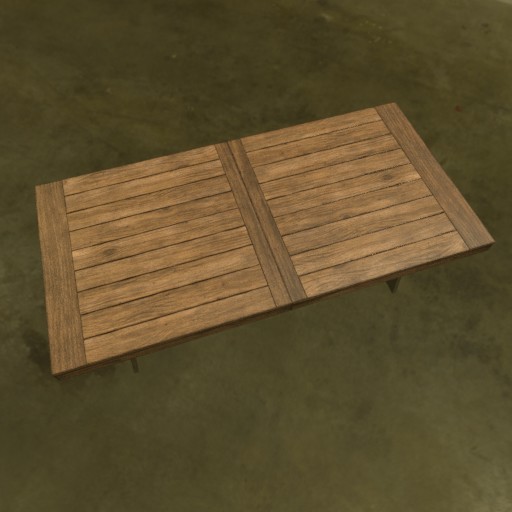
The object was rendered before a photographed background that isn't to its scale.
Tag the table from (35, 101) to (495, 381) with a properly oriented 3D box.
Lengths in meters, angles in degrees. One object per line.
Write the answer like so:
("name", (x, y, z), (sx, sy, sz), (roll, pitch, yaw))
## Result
("table", (0.000, 0.000, 2.312), (1.867, 0.757, 0.931), (-16, 60, -9))
